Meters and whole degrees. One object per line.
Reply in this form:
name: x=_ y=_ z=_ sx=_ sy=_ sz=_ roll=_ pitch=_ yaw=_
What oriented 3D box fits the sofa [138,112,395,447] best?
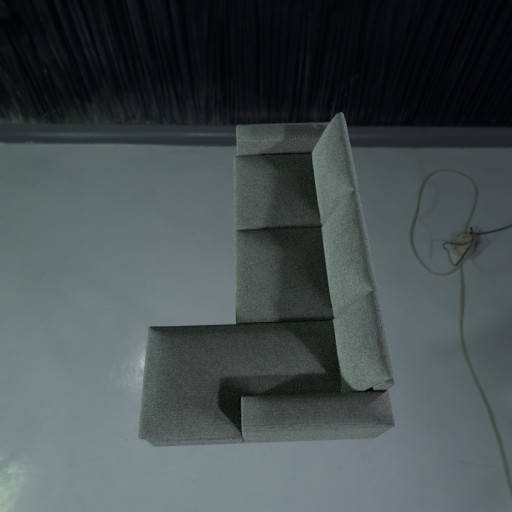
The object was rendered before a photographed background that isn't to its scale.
sofa: x=0.000 y=0.000 z=3.600 sx=1.689 sy=0.940 sz=2.718 roll=-2 pitch=60 yaw=-1
